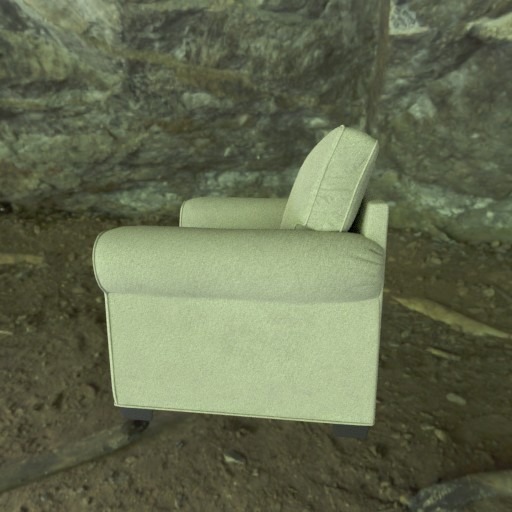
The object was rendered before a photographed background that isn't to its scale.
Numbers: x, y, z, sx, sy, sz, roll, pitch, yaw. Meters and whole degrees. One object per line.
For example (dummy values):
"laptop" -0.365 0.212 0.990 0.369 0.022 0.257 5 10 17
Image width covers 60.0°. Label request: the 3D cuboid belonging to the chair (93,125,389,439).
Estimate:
"chair" 0.000 0.000 1.905 0.939 1.044 1.147 2 14 8
